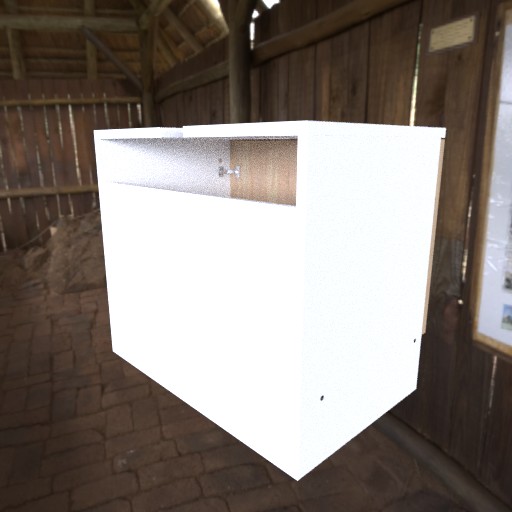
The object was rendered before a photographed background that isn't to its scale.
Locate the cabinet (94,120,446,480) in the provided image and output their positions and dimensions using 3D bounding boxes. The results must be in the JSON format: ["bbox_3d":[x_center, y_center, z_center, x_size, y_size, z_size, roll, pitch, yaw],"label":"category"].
[{"bbox_3d":[0.000,0.000,0.950,0.400,0.522,0.600,-13,19,-42],"label":"cabinet"}]
